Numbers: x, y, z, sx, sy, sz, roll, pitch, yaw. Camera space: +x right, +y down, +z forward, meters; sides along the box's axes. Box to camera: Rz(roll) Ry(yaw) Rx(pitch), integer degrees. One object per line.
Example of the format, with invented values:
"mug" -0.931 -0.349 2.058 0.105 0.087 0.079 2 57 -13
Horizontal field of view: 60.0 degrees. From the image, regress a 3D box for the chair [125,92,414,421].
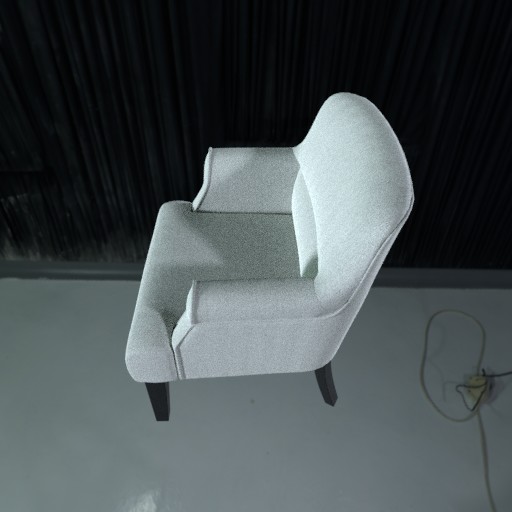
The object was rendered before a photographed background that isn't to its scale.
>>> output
"chair" 0.000 0.000 1.451 0.750 0.875 0.781 -1 42 -1
